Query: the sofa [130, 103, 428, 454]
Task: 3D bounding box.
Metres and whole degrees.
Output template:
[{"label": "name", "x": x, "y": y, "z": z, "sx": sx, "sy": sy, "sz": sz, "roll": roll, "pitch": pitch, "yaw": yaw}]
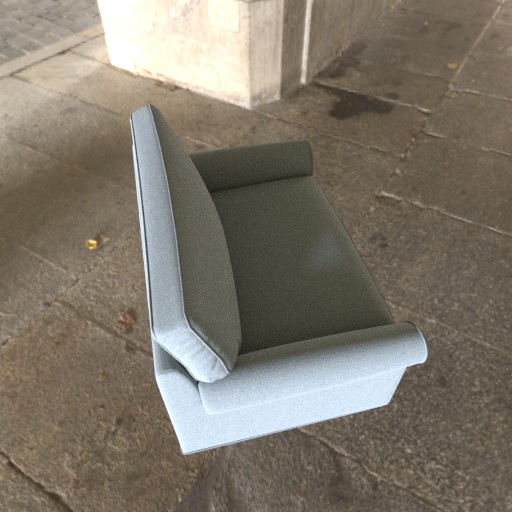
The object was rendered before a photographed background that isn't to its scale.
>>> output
[{"label": "sofa", "x": 0.000, "y": 0.000, "z": 2.006, "sx": 0.940, "sy": 0.953, "sz": 1.410, "roll": -10, "pitch": 48, "yaw": -9}]
